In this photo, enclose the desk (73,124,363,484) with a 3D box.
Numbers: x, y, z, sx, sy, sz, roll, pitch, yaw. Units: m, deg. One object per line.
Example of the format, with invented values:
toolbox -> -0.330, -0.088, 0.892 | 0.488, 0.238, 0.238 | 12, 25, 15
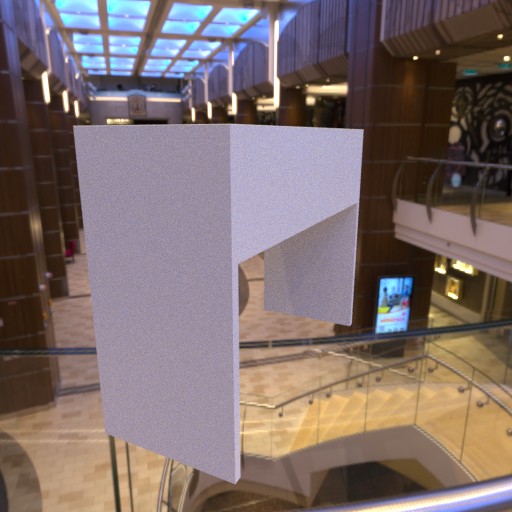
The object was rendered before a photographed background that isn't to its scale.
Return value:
desk -> 0.000, 0.000, 1.427 | 0.400, 0.790, 1.000 | 8, 17, 26
